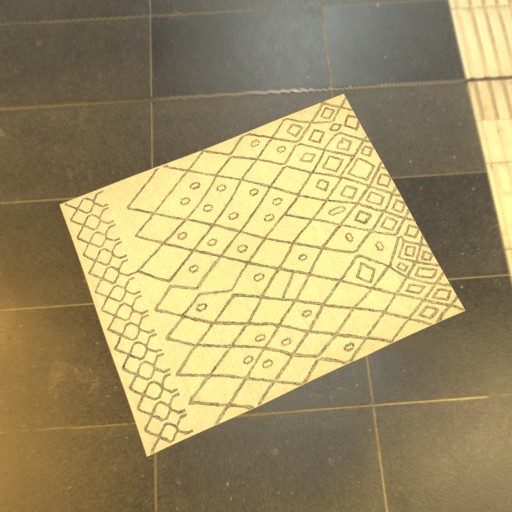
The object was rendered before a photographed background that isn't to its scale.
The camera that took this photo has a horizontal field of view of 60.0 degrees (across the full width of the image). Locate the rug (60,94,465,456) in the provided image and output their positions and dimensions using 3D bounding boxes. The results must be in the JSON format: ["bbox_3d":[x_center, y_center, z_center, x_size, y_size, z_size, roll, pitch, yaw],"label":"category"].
[{"bbox_3d":[0.000,0.000,4.119,3.046,0.015,2.446,-23,76,-6],"label":"rug"}]
